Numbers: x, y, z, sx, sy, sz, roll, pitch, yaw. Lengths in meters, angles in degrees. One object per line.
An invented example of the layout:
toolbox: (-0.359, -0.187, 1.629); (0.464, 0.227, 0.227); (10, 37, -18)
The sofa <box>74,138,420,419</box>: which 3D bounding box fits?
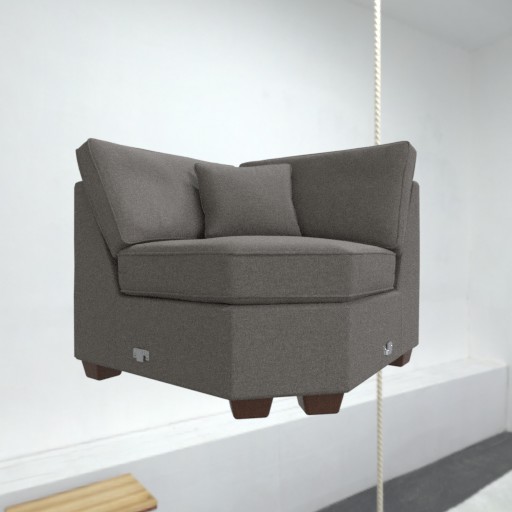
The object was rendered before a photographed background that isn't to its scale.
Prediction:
sofa: (0.000, 0.000, 1.805); (1.042, 0.951, 1.050); (1, 1, 36)
